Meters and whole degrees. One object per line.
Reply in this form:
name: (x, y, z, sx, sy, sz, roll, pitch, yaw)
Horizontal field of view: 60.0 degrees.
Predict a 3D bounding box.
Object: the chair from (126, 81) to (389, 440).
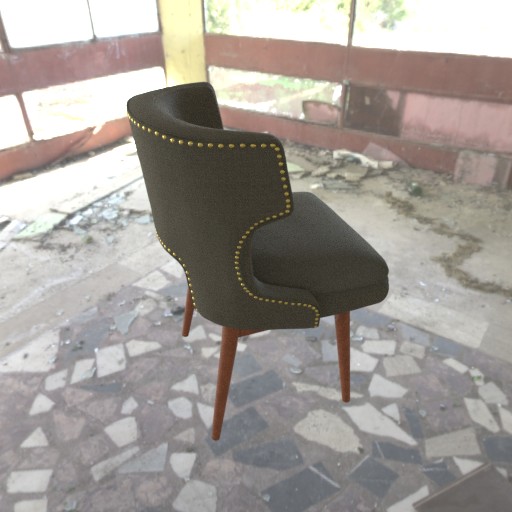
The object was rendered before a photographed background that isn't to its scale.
chair: (0.000, 0.000, 1.241, 0.581, 0.863, 0.595, -10, 33, -16)
